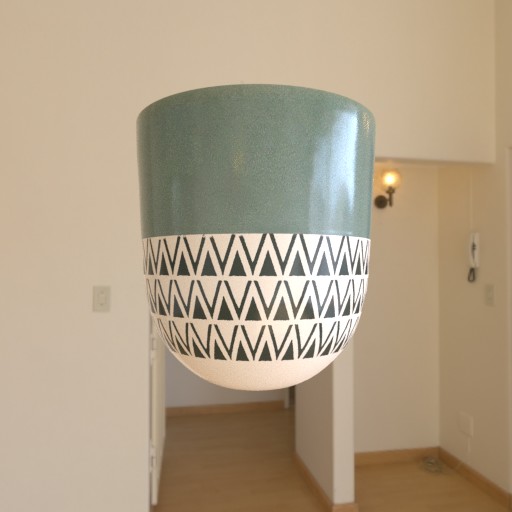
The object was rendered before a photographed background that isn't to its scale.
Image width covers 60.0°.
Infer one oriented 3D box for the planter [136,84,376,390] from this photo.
[{"bbox_3d":[0.000,0.000,0.377,0.198,0.214,0.198,0,-1,0],"label":"planter"}]
